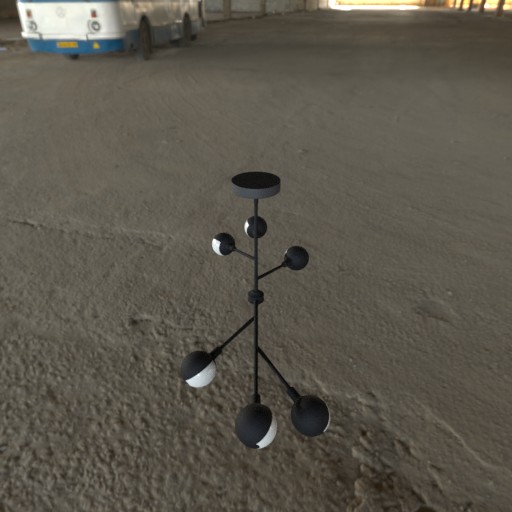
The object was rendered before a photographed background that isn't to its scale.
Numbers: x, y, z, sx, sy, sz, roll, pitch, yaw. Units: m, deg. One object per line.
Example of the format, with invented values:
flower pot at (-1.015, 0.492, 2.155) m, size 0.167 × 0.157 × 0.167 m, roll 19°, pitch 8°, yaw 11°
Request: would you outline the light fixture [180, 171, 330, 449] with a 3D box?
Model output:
light fixture at (0.000, 0.000, 1.000) m, size 0.434 × 0.362 × 0.778 m, roll 8°, pitch 31°, yaw 14°
